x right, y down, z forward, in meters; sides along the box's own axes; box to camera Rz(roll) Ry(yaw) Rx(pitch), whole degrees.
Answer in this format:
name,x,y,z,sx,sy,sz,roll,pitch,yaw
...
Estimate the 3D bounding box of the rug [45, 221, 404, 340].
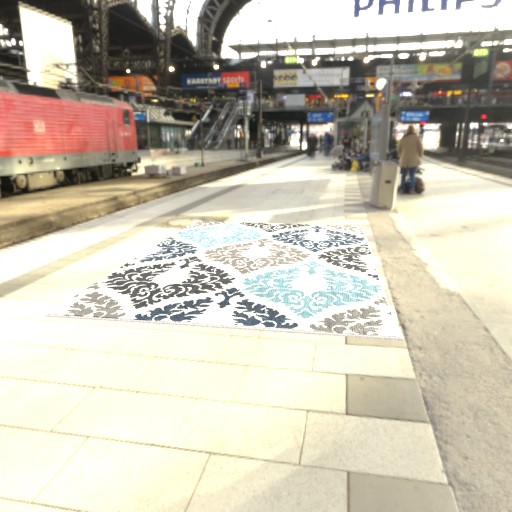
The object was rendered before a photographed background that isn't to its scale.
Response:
name,x,y,z,sx,sy,sz,roll,pitch,yaw
rug,0.000,0.000,2.900,1.514,0.014,2.275,2,15,9
